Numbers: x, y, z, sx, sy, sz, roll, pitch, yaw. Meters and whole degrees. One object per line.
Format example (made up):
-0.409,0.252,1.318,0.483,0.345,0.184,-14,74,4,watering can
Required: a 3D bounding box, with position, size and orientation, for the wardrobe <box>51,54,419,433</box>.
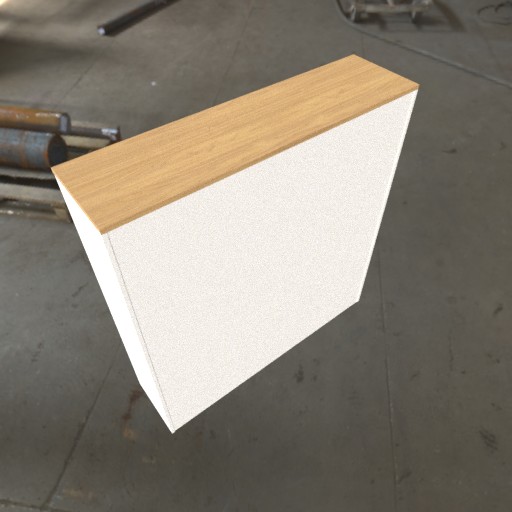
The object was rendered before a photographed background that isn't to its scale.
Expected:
0.000,0.000,3.338,2.160,2.260,0.590,-30,54,-25,wardrobe
